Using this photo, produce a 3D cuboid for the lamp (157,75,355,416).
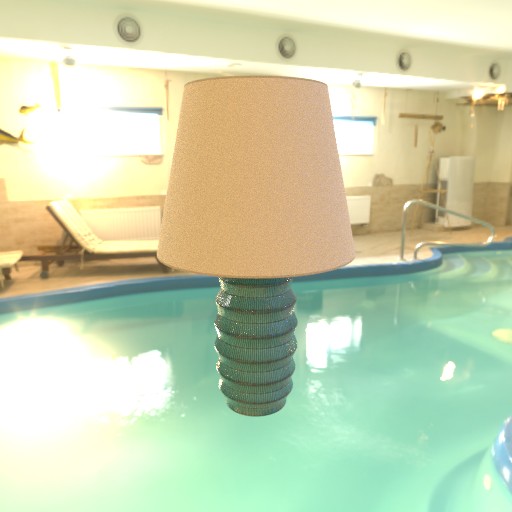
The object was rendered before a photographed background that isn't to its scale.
[{"bbox_3d":[0.000,0.000,0.811,0.355,0.582,0.355,0,13,0],"label":"lamp"}]
